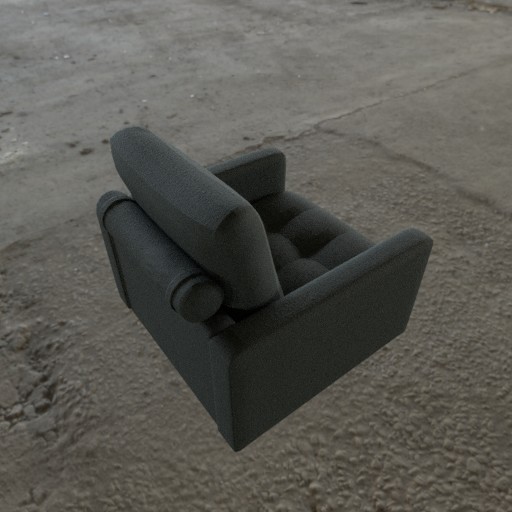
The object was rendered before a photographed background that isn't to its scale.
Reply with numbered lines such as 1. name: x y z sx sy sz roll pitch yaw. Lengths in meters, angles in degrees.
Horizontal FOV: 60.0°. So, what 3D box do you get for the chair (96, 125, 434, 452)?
1. chair: 0.000 0.000 1.521 0.843 0.880 0.821 -26 46 -28
